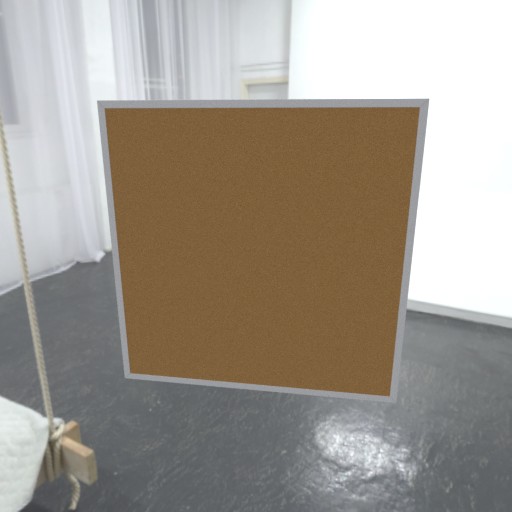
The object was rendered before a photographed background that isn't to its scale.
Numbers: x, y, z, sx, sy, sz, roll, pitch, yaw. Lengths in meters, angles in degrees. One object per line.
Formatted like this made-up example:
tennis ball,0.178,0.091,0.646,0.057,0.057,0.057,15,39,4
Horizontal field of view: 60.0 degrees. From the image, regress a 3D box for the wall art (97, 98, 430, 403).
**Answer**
wall art,0.000,0.000,0.766,0.509,0.509,0.040,3,18,8
